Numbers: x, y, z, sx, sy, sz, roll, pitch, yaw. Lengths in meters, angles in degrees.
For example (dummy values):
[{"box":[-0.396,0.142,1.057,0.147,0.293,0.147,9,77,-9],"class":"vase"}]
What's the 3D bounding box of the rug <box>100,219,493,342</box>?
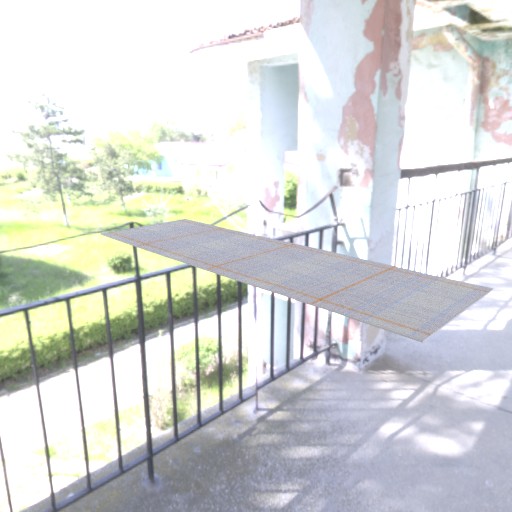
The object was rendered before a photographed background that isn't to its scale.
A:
[{"box":[0.000,0.000,2.684,2.442,0.016,0.770,15,22,42],"class":"rug"}]
